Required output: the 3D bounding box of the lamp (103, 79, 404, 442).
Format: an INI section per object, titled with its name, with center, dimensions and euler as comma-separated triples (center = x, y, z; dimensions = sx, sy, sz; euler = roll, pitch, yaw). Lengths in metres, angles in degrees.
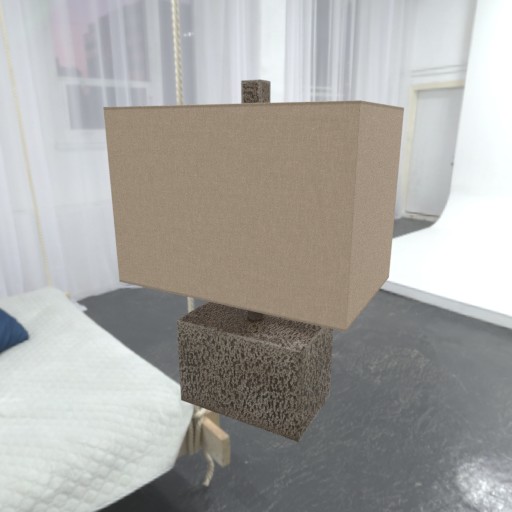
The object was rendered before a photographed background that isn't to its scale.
[lamp]
center = 0.000, 0.000, 0.557
dimensions = 0.294, 0.411, 0.180
euler = 9, 19, 27
